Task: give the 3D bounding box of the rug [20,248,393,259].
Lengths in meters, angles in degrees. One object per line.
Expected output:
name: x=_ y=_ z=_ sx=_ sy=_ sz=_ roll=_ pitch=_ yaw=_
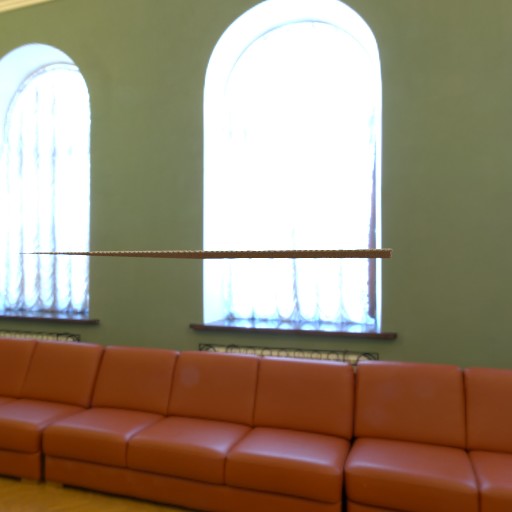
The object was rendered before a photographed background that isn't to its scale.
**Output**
rug: x=0.000 y=0.000 z=4.067 sx=2.380 sy=0.013 sz=3.051 roll=0 pitch=-1 yaw=17
